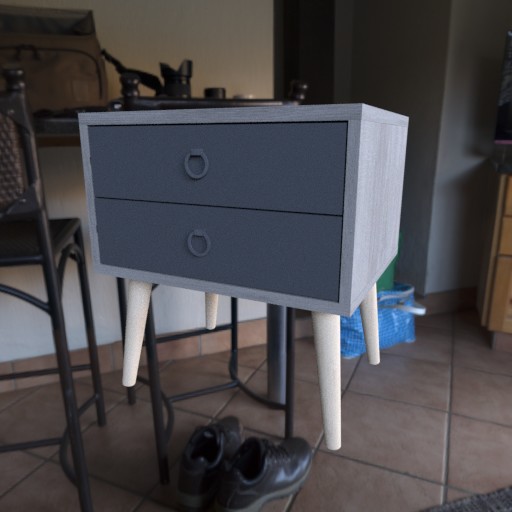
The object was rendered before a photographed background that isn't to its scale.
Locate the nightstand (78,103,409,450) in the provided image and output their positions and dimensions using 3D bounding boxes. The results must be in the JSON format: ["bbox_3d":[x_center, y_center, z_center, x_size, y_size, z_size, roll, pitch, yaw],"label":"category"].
[{"bbox_3d":[0.000,0.000,0.825,0.450,0.500,0.380,7,16,25],"label":"nightstand"}]
